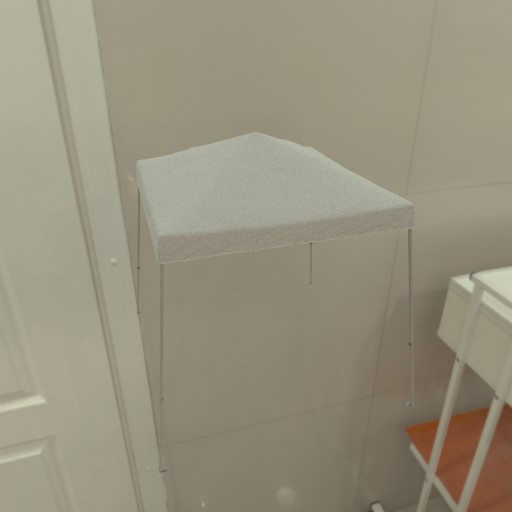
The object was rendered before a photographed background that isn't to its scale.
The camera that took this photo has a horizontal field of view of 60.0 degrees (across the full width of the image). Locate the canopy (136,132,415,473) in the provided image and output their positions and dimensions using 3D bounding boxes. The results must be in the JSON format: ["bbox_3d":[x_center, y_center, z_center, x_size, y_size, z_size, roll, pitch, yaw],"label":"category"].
[{"bbox_3d":[0.000,0.000,5.183,2.849,2.849,2.848,-8,28,-16],"label":"canopy"}]
